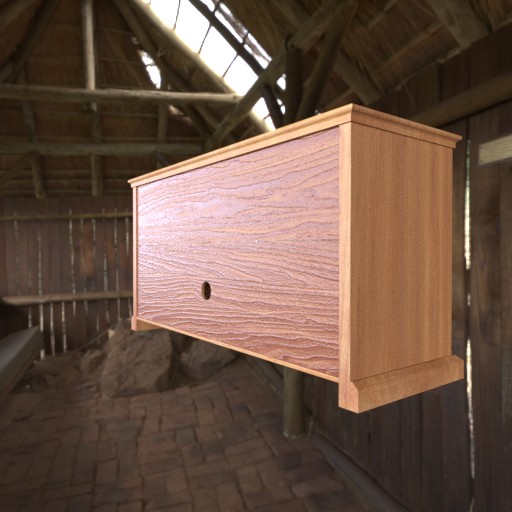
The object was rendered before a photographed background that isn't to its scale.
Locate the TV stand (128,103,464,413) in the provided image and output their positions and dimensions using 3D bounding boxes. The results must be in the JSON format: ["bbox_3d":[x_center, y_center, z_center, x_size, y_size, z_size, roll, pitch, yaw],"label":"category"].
[{"bbox_3d":[0.000,0.000,1.457,0.417,0.607,1.181,0,1,-37],"label":"TV stand"}]
